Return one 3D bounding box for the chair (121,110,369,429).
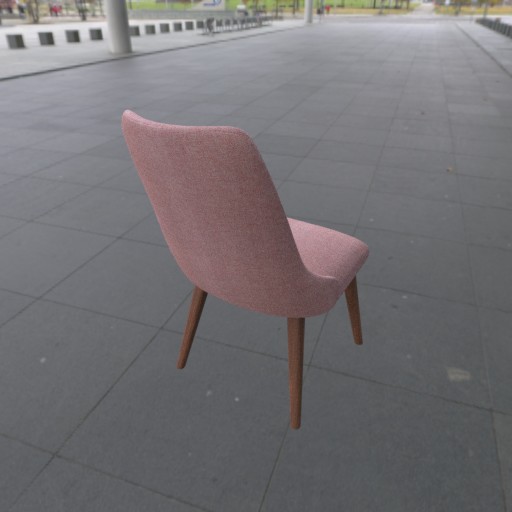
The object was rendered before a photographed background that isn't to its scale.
[{"bbox_3d":[0.000,0.000,1.325,0.535,0.918,0.707,19,35,29],"label":"chair"}]
